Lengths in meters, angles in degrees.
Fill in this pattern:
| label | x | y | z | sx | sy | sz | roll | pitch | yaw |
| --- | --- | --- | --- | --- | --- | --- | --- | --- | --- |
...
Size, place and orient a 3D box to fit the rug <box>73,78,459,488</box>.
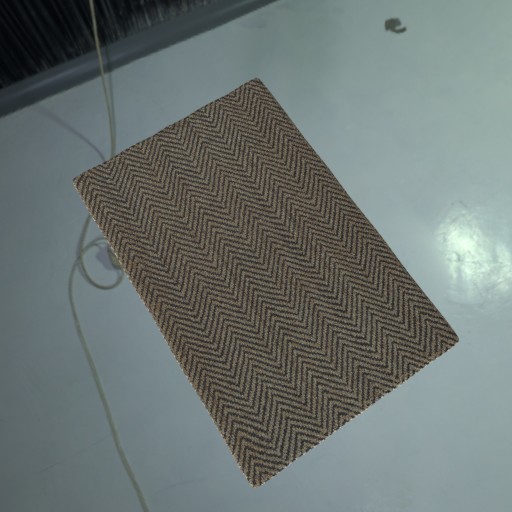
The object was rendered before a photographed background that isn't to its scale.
| label | x | y | z | sx | sy | sz | roll | pitch | yaw |
| --- | --- | --- | --- | --- | --- | --- | --- | --- | --- |
| rug | 0.000 | 0.000 | 2.296 | 1.219 | 0.008 | 1.828 | -32 | 76 | -9 |
